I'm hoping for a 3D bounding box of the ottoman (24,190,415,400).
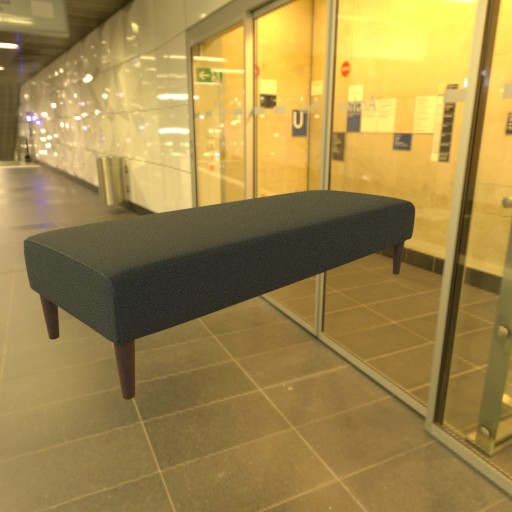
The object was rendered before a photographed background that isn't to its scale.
[{"bbox_3d":[0.000,0.000,1.855,0.646,0.393,1.609,15,22,42],"label":"ottoman"}]
